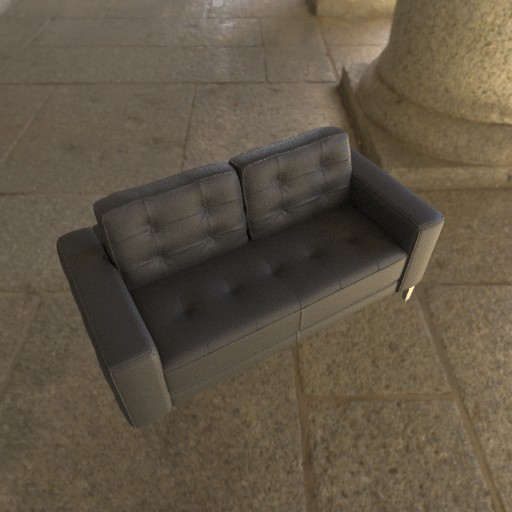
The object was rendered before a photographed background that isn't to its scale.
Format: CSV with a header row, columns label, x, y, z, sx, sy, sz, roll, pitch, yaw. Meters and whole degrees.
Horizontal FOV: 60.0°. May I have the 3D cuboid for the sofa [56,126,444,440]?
label,x,y,z,sx,sy,sz,roll,pitch,yaw
sofa,0.000,0.000,2.244,1.726,0.892,0.833,-23,50,-21
